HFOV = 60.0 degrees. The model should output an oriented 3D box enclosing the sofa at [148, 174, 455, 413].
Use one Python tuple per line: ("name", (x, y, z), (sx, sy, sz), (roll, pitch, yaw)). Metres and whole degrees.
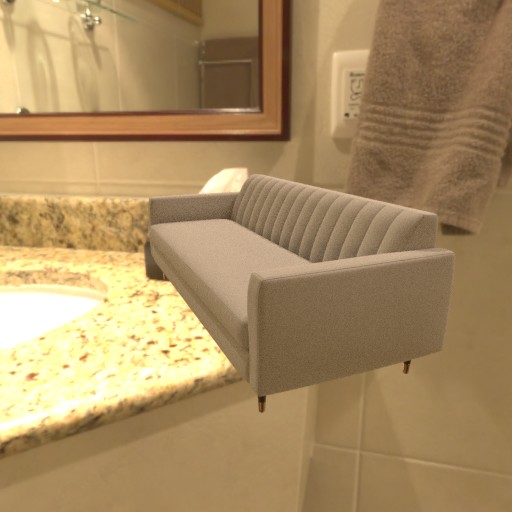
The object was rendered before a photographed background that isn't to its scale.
("sofa", (0.000, 0.000, 2.818), (0.990, 0.821, 2.291), (-7, 17, -22))
